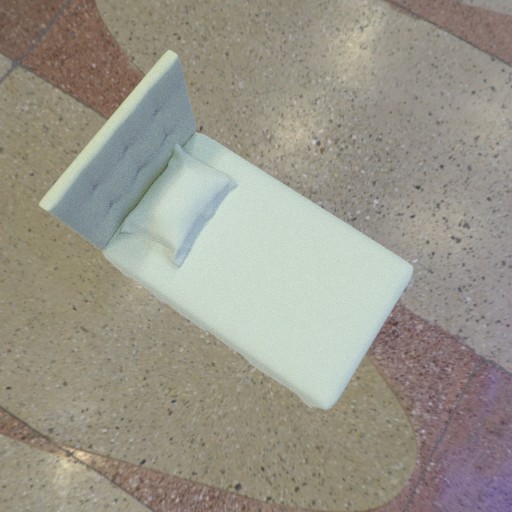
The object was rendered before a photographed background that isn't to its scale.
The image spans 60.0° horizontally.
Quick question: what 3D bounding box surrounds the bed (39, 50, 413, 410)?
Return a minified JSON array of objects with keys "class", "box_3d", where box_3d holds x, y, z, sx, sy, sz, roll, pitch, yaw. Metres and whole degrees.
[{"class":"bed","box_3d":[0.000,0.000,3.019,1.997,1.571,1.261,33,79,8]}]
